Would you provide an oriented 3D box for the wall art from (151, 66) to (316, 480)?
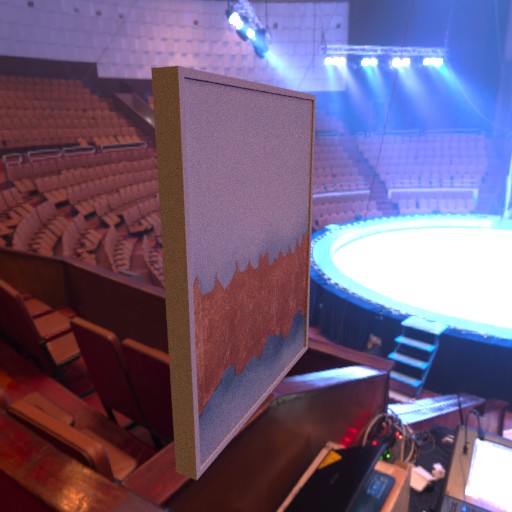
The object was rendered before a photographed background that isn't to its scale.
[{"bbox_3d":[0.000,0.000,0.765,0.039,0.553,0.451,8,17,26],"label":"wall art"}]
